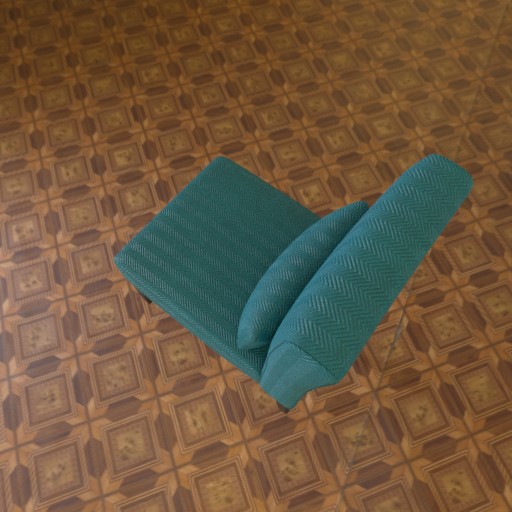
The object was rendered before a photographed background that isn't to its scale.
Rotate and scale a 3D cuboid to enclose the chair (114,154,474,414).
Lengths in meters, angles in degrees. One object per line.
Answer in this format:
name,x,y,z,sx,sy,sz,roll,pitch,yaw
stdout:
chair,0.000,0.000,1.385,0.808,0.927,0.579,35,69,16
